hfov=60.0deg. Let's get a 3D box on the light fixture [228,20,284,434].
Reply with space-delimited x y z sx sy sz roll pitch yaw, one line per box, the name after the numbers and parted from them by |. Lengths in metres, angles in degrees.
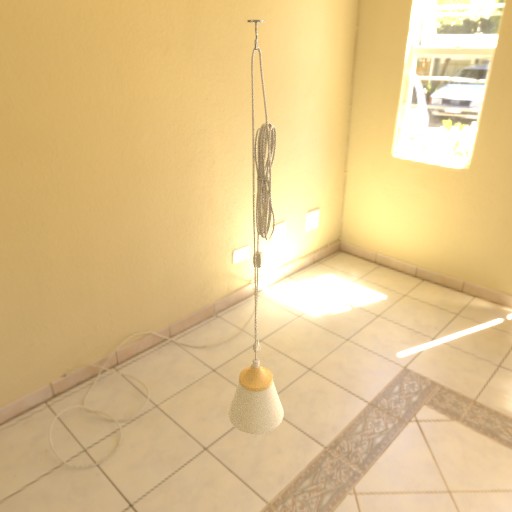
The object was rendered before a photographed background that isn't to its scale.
0.000 0.000 1.028 0.153 0.966 0.153 16 30 31 | light fixture
